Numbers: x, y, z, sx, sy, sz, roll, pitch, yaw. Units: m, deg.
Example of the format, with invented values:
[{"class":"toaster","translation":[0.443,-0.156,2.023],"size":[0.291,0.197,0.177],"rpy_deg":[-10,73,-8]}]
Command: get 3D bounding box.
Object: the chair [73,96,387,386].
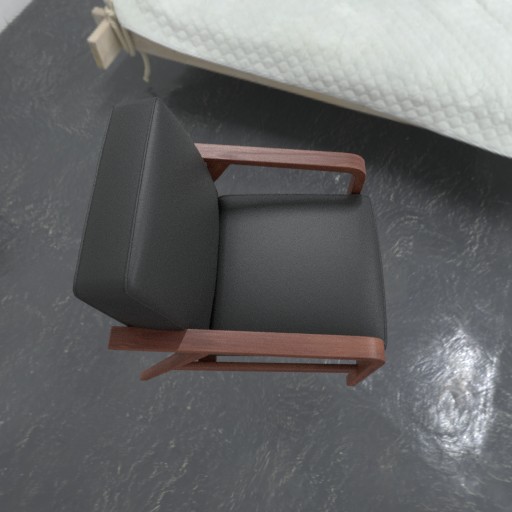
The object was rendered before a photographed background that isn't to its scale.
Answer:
[{"class":"chair","translation":[0.000,0.000,1.488],"size":[0.889,0.861,0.719],"rpy_deg":[1,64,1]}]
